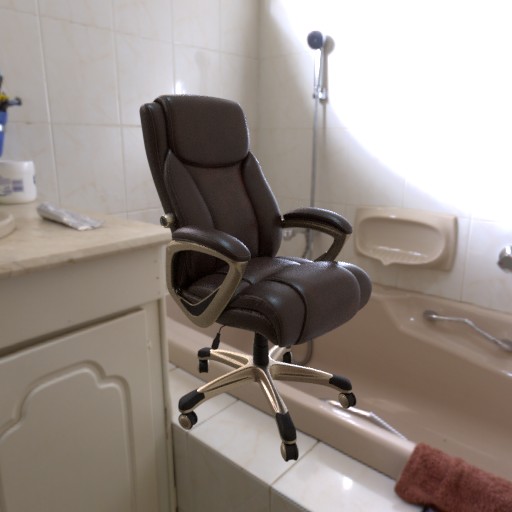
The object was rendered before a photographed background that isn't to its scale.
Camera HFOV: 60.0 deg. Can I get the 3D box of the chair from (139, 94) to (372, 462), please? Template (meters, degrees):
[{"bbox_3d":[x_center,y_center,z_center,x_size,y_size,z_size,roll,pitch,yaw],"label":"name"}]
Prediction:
[{"bbox_3d":[0.000,0.000,1.676,0.749,1.194,0.692,14,20,42],"label":"chair"}]
